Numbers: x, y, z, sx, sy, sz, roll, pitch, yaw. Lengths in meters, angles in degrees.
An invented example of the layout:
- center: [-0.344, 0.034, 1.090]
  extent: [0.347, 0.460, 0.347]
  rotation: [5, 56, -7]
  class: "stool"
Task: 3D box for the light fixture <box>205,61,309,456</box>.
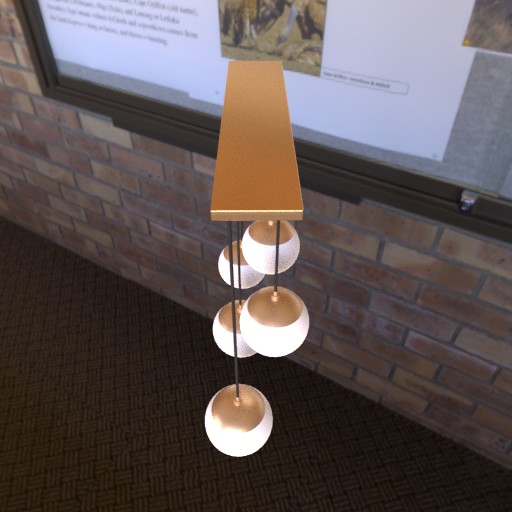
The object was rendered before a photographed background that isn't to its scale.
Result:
- center: [0.000, 0.000, 1.316]
  extent: [0.299, 0.869, 0.863]
  rotation: [0, 41, 0]
  class: "light fixture"
